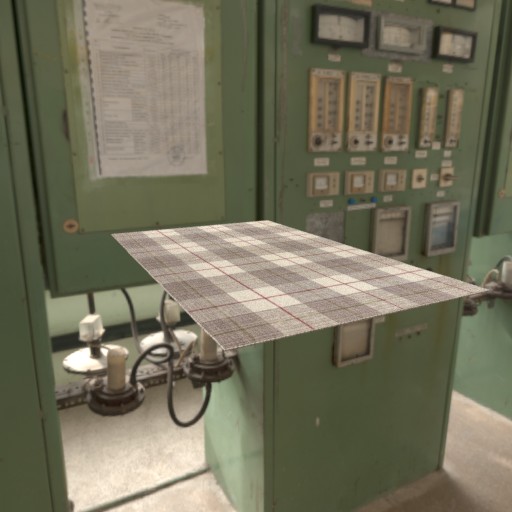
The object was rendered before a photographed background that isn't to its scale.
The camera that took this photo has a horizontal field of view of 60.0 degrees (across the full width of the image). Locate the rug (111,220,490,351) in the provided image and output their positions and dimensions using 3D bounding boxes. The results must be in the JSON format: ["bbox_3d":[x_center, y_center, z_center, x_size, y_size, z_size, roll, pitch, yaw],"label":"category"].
[{"bbox_3d":[0.000,0.000,3.071,1.549,0.010,2.464,-7,16,-27],"label":"rug"}]
